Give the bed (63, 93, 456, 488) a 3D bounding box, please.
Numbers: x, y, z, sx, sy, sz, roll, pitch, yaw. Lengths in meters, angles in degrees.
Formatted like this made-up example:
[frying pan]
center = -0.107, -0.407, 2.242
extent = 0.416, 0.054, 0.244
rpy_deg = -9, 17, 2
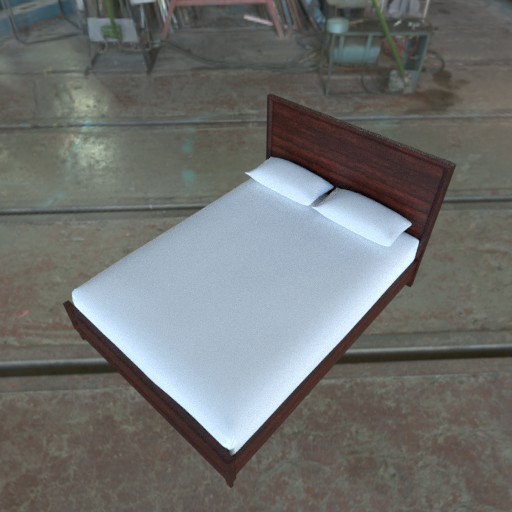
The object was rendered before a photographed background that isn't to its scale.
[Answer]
[bed]
center = 0.000, 0.000, 3.968
extent = 2.040, 1.492, 2.803
rpy_deg = 32, 52, 29
